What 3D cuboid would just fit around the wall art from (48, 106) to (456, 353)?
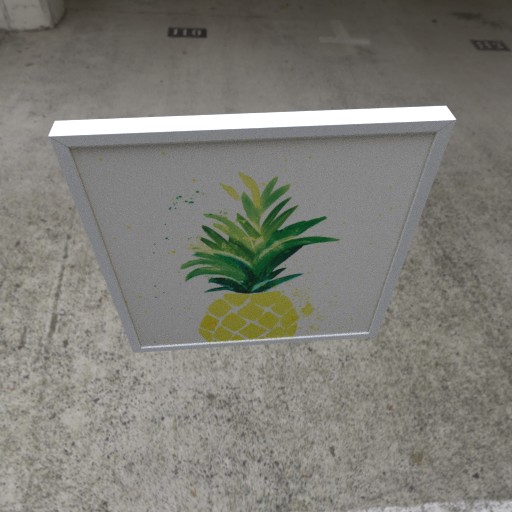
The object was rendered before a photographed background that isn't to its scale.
[{"bbox_3d":[0.000,0.000,0.749,0.508,0.507,0.035,-3,47,-3],"label":"wall art"}]
